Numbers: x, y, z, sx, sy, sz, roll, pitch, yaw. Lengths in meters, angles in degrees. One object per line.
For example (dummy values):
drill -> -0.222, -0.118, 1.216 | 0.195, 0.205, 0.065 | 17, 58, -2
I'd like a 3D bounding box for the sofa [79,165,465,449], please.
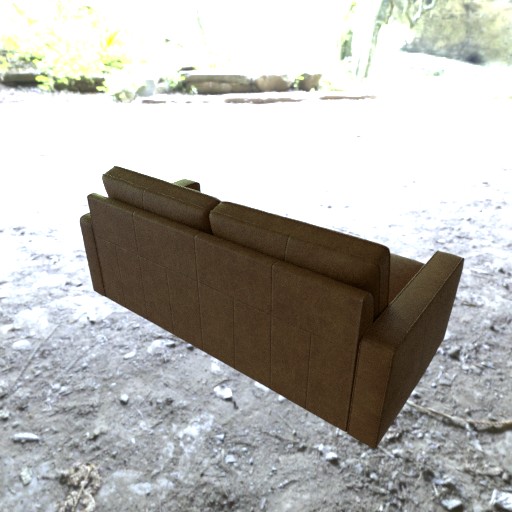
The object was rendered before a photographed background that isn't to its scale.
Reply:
sofa -> 0.000, 0.000, 2.661 | 2.156, 0.928, 0.991 | 20, 35, 32
